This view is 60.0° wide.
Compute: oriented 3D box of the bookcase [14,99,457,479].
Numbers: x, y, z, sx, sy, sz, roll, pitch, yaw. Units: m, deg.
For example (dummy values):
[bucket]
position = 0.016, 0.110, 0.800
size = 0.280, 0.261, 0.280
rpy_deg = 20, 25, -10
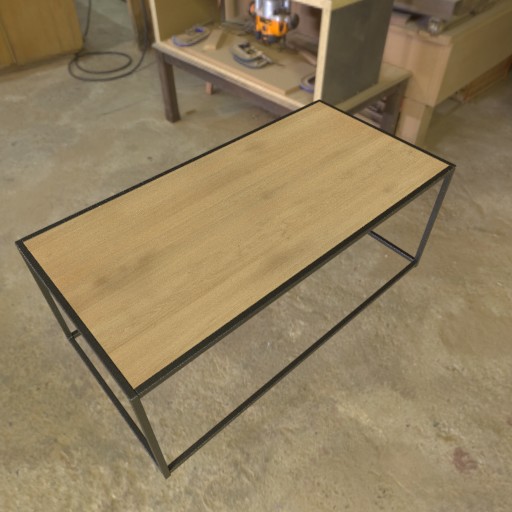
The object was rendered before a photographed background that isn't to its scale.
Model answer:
[bookcase]
position = 0.000, 0.000, 1.231
size = 1.000, 0.400, 0.500
rpy_deg = -33, 54, -27
